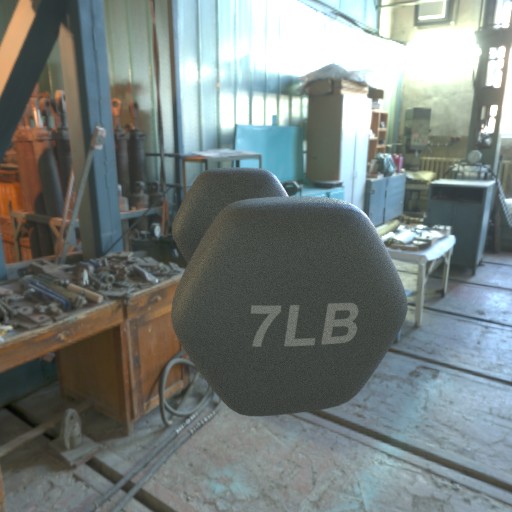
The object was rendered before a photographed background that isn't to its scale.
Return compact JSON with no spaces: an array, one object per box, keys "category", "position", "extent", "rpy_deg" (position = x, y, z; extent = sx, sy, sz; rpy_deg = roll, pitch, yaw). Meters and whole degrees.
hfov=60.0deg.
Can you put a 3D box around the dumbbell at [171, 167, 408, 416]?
[{"category":"dumbbell","position":[0.000,0.000,0.235],"extent":[0.090,0.081,0.184],"rpy_deg":[-3,16,-9]}]
